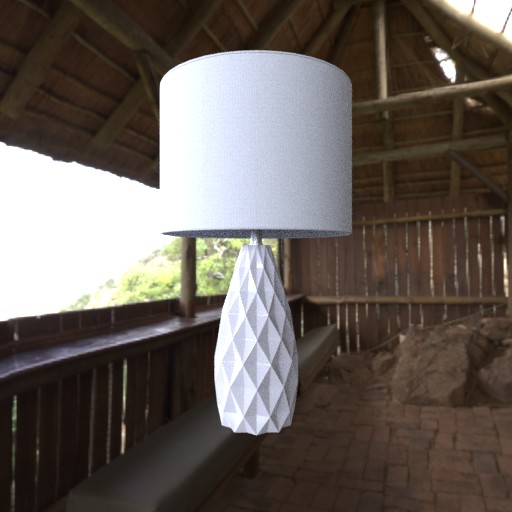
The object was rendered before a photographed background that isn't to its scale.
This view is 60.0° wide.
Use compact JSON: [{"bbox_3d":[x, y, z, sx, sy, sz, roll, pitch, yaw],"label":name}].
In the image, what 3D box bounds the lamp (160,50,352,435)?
[{"bbox_3d":[0.000,0.000,0.701,0.297,0.522,0.297,0,0,0],"label":"lamp"}]
